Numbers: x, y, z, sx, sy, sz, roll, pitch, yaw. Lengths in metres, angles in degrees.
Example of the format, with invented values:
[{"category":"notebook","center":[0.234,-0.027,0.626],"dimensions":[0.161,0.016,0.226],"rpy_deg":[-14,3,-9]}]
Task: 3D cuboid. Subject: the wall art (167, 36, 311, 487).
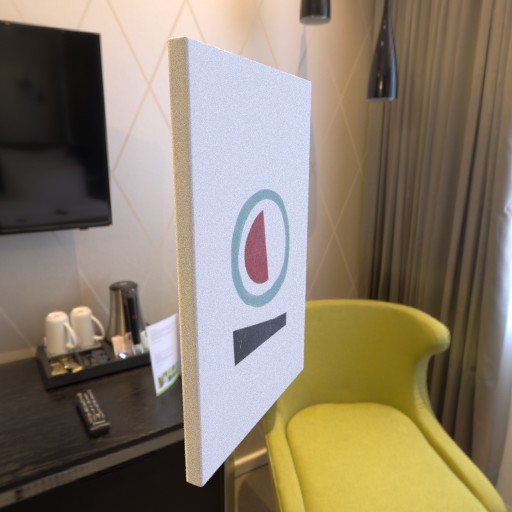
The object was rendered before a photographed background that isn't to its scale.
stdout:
[{"category":"wall art","center":[0.000,0.000,1.123],"dimensions":[0.048,0.902,0.602],"rpy_deg":[7,15,27]}]
